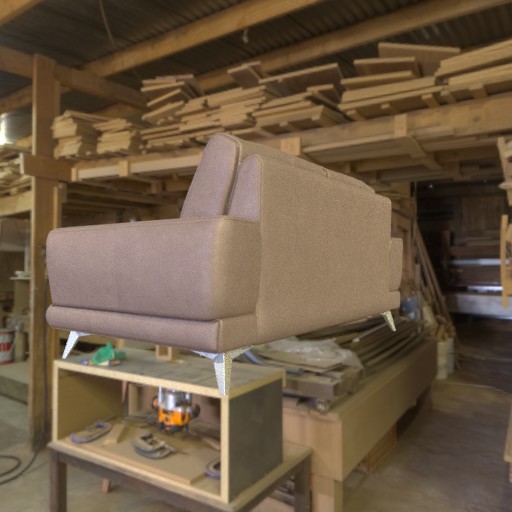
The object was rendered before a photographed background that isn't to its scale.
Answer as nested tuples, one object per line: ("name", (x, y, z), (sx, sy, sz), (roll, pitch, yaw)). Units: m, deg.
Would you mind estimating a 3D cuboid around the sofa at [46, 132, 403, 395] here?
("sofa", (0.000, 0.000, 2.343), (1.018, 0.907, 1.806), (-1, -1, 36))
